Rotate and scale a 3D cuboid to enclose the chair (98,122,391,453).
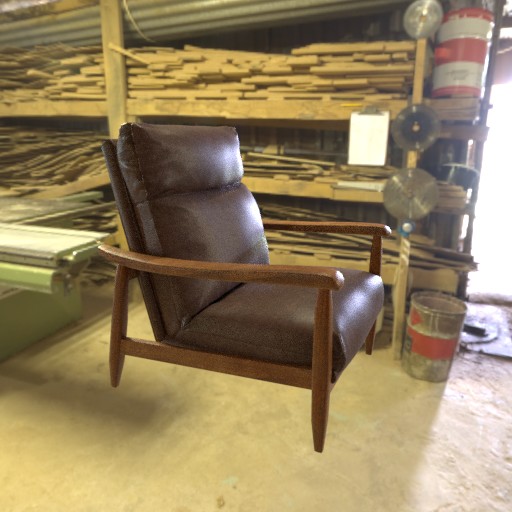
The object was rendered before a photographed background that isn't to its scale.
[{"bbox_3d":[0.000,0.000,1.566,0.830,0.897,0.782,7,17,25],"label":"chair"}]
